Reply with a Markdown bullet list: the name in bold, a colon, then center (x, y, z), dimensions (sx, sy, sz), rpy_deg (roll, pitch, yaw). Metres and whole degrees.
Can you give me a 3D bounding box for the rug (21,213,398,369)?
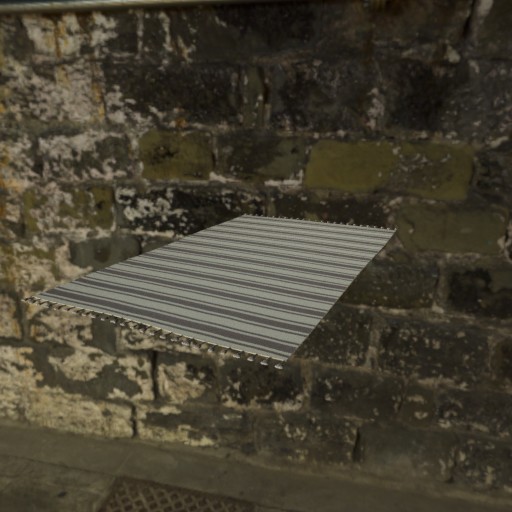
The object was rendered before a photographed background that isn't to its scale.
- **rug**: center (0.000, 0.000, 2.534), dimensions (1.229, 0.011, 2.096), rpy_deg (8, 19, 26)
